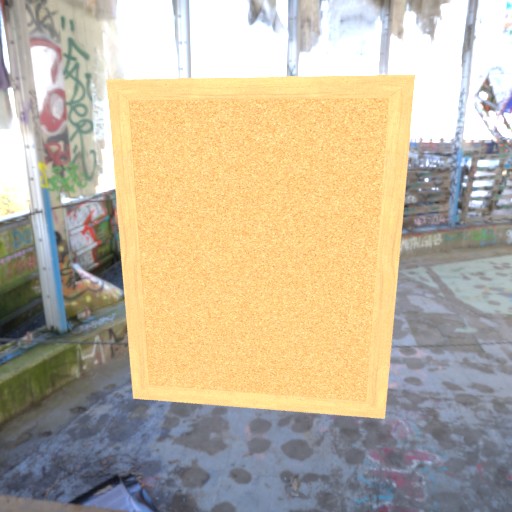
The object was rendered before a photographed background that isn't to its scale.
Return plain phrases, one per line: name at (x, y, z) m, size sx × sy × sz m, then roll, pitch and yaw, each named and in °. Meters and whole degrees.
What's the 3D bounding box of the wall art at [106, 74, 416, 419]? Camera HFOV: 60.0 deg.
wall art at (0.000, 0.000, 0.508) m, size 0.312 × 0.380 × 0.030 m, roll 2°, pitch 16°, yaw 7°
